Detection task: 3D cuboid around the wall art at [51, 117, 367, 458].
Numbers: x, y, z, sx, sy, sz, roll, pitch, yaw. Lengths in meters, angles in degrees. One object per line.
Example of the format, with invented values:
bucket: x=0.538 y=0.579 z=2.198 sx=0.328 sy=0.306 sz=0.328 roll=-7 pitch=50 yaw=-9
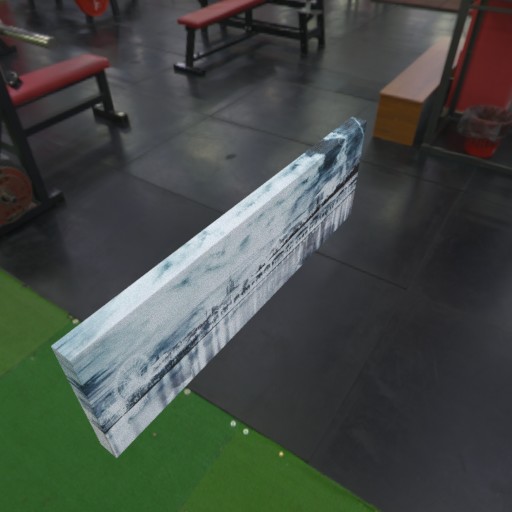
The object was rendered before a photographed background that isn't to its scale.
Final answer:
wall art: x=0.000 y=0.000 z=0.820 sx=0.037 sy=0.251 sz=0.759 roll=26 pitch=48 yaw=26
